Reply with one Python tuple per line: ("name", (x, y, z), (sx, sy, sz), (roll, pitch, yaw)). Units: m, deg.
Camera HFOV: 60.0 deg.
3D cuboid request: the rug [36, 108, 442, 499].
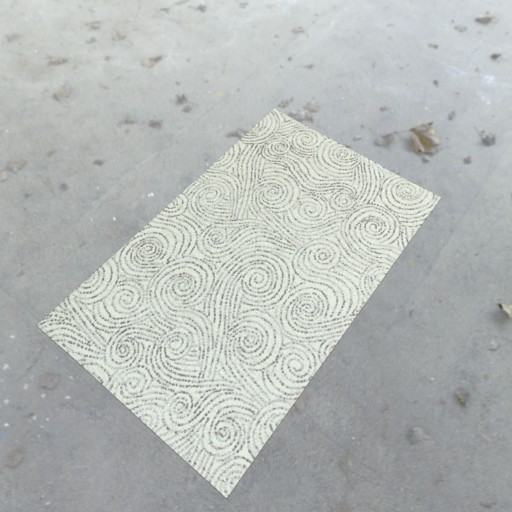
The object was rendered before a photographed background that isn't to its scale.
("rug", (0.000, 0.000, 2.969), (1.524, 0.005, 2.439), (34, 65, 18))
